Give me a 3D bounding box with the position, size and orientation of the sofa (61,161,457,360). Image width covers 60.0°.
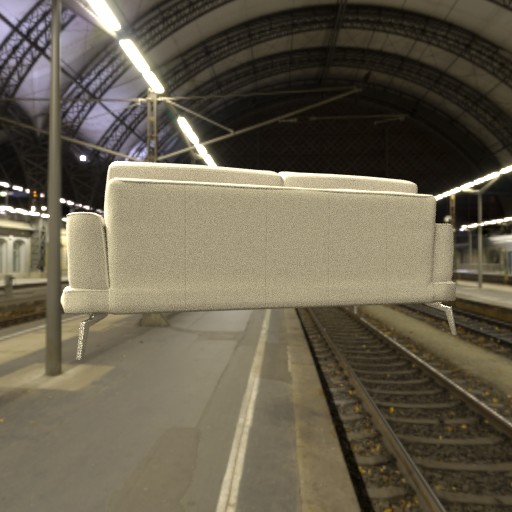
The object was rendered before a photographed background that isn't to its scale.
[{"bbox_3d":[0.000,0.000,2.765,2.177,0.930,1.121,0,-1,-18],"label":"sofa"}]
